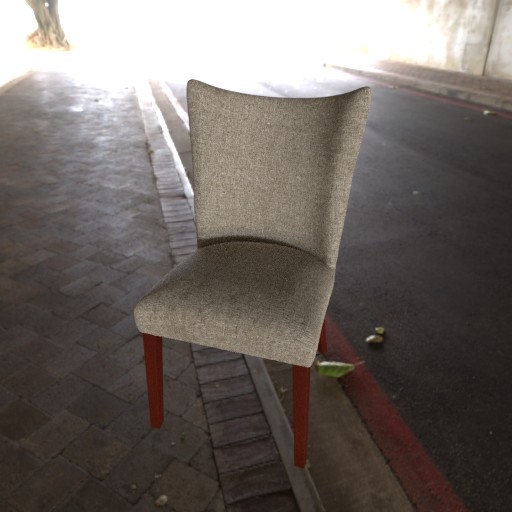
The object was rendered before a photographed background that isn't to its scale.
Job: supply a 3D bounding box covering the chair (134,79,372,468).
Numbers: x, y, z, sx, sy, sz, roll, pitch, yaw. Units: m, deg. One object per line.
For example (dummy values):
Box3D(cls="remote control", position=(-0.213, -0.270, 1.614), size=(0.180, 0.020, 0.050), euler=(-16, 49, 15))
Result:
Box3D(cls="chair", position=(0.000, 0.000, 1.309), size=(0.535, 0.924, 0.623), euler=(8, 29, 15))
